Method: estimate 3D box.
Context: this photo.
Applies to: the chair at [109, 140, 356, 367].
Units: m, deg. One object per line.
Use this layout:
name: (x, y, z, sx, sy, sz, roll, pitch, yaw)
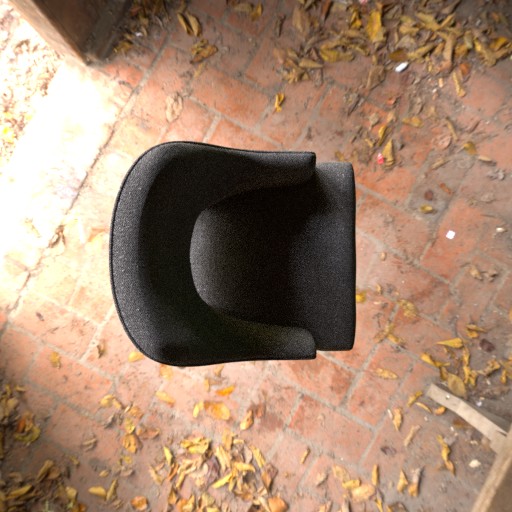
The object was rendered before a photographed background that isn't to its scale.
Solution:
chair: (0.000, 0.000, 1.349, 0.629, 0.875, 0.608, 0, 89, 0)
